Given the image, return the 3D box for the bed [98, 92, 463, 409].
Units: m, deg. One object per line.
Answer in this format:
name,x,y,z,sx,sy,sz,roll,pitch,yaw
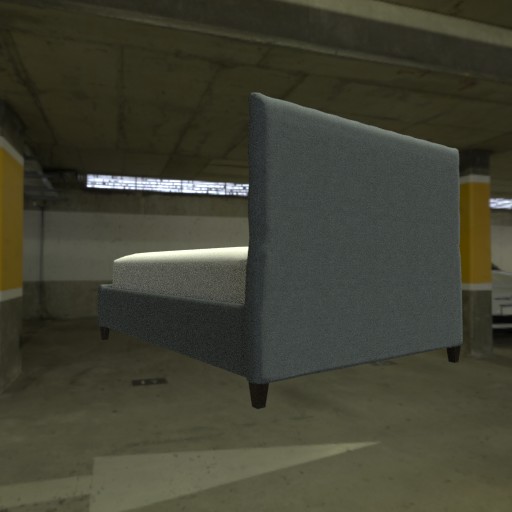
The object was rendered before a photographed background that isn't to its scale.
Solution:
bed,0.000,0.000,3.368,1.698,1.411,2.335,1,-2,-36
